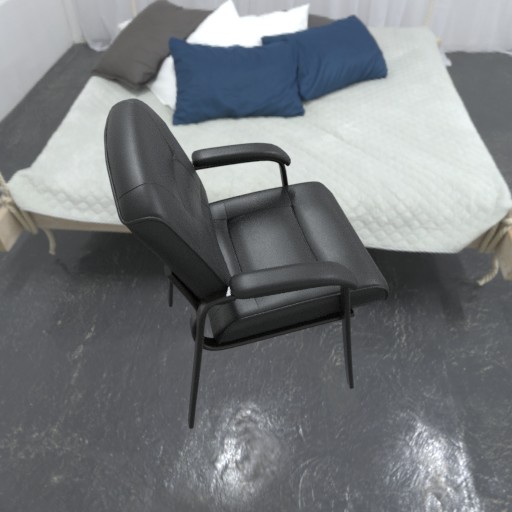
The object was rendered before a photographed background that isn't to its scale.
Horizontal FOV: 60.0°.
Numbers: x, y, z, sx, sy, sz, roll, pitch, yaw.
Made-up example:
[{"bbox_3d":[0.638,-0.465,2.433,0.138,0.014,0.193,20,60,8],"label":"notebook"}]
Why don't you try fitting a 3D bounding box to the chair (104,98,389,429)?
[{"bbox_3d":[0.000,0.000,1.314,0.668,0.910,0.591,-11,48,-10],"label":"chair"}]
